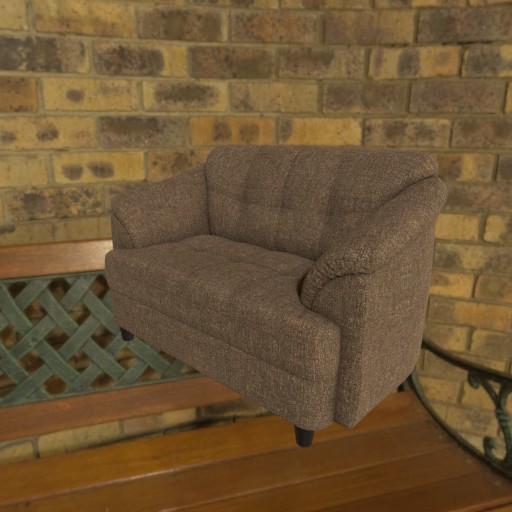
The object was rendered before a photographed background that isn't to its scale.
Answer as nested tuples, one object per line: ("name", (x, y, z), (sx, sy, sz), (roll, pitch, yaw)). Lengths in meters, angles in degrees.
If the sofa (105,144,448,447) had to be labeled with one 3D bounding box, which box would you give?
("sofa", (0.000, 0.000, 1.882), (1.404, 0.895, 0.799), (15, 22, 41))
